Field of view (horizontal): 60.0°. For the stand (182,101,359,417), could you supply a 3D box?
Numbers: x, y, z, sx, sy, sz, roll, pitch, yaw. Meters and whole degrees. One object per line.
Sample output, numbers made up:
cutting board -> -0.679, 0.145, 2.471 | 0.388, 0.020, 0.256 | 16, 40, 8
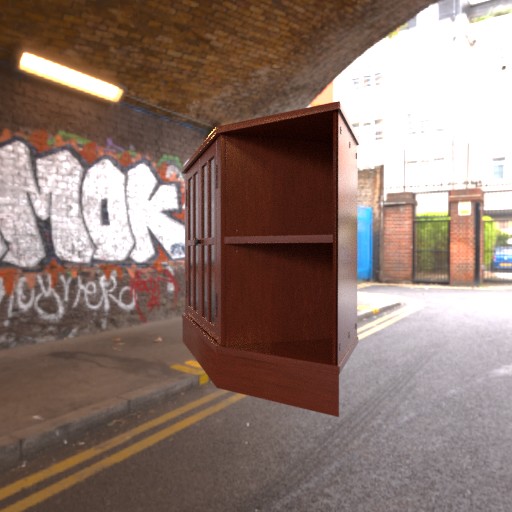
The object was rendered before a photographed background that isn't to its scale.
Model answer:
stand -> 0.000, 0.000, 1.367 | 0.381, 0.614, 1.072 | 0, 1, -18
